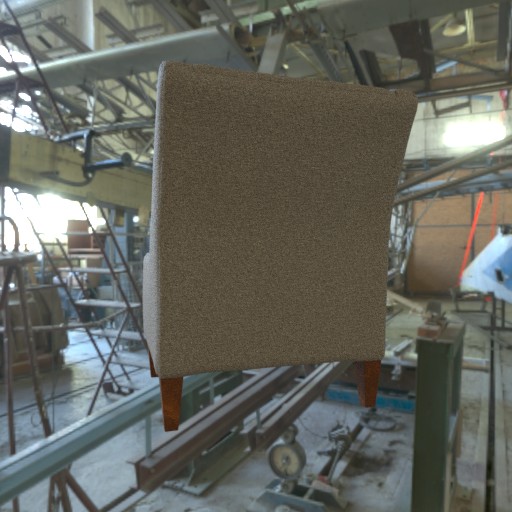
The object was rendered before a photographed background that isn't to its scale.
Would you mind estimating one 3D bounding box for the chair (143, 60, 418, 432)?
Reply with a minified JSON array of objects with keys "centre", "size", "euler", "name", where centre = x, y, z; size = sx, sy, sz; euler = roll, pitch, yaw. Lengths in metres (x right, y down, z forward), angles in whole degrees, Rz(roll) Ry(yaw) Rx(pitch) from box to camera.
[{"centre":[0.000,0.000,1.611],"size":[0.774,1.016,0.870],"euler":[0,1,-17],"name":"chair"}]
